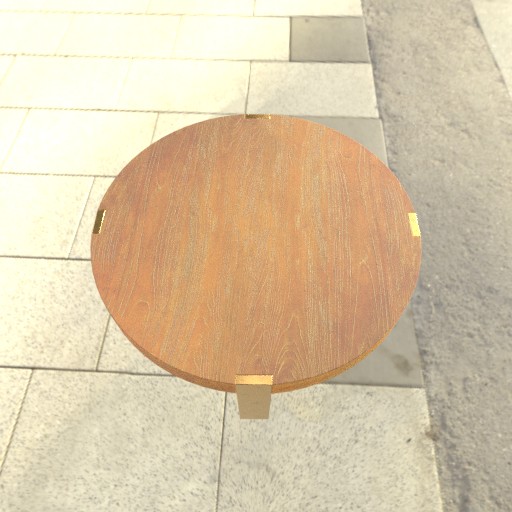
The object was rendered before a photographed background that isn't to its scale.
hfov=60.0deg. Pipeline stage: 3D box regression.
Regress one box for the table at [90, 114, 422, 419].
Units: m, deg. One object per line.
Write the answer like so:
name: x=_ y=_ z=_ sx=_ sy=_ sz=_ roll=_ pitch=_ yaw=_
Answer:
table: x=0.000 y=0.000 z=1.683 sx=1.100 sy=0.420 sz=1.100 roll=0 pitch=58 yaw=0
